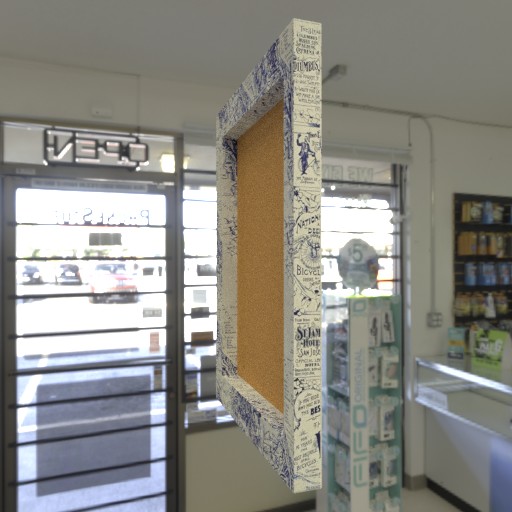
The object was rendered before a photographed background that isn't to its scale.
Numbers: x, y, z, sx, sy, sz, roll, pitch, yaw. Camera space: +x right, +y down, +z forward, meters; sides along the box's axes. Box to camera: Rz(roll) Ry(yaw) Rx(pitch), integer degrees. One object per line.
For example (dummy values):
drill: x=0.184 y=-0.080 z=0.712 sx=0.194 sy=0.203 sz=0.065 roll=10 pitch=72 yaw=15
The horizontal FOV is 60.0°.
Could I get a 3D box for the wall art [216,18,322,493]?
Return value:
wall art: x=0.000 y=0.000 z=0.759 sx=0.040 sy=0.601 sz=0.408 roll=0 pitch=0 yaw=-19
